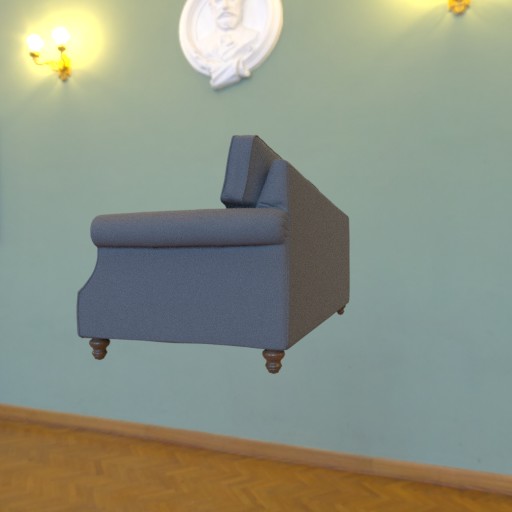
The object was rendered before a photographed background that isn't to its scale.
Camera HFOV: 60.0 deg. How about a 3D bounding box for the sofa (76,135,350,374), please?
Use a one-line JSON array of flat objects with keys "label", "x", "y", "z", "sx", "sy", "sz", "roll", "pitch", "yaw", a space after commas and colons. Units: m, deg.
[{"label": "sofa", "x": 0.000, "y": 0.000, "z": 2.832, "sx": 0.966, "sy": 0.948, "sz": 2.353, "roll": 0, "pitch": -1, "yaw": 18}]
